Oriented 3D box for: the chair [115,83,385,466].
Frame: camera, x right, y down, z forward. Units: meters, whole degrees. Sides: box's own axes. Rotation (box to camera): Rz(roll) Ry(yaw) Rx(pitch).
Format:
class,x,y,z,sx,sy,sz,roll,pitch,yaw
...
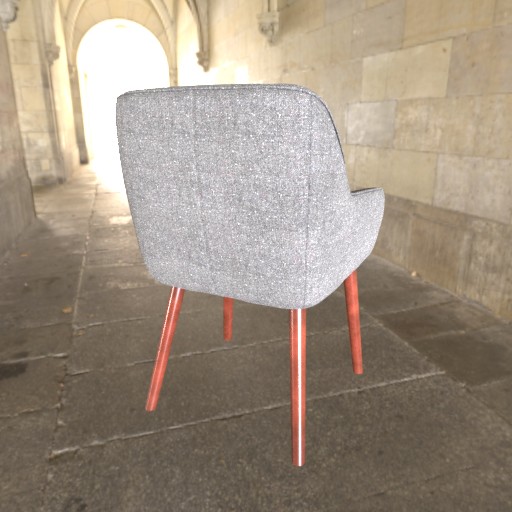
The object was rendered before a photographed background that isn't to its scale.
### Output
class,x,y,z,sx,sy,sz,roll,pitch,yaw
chair,0.000,0.000,1.155,0.543,0.803,0.519,9,19,26
